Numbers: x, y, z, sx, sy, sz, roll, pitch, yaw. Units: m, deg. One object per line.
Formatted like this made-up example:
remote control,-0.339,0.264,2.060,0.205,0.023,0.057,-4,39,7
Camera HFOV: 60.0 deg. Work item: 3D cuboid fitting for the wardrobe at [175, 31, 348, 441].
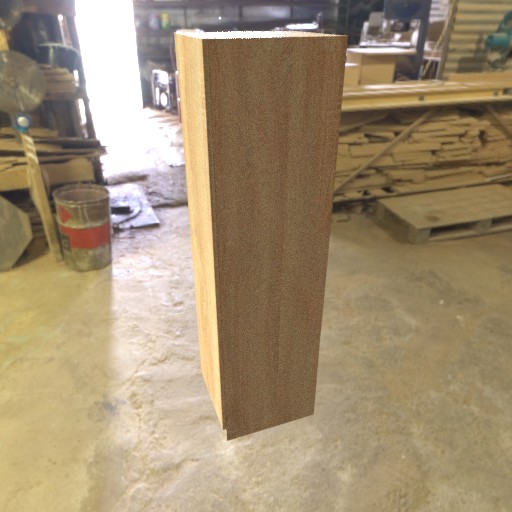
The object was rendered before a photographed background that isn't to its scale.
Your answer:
wardrobe,0.000,0.000,2.364,0.588,2.117,0.496,-10,31,-18
